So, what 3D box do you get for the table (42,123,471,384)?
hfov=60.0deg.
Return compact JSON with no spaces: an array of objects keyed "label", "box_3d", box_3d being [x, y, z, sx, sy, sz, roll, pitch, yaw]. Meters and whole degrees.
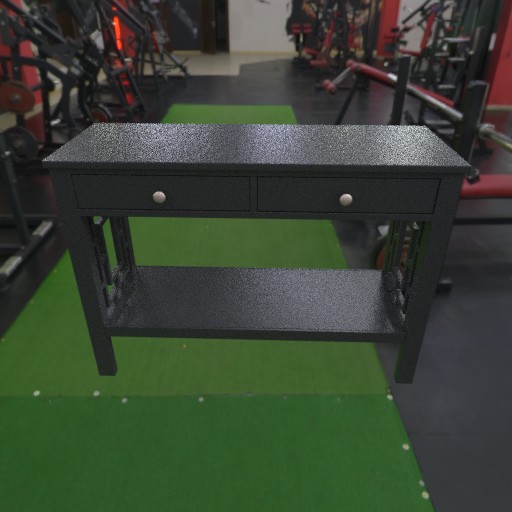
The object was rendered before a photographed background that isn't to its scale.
[{"label":"table","box_3d":[0.000,0.000,1.451,1.068,0.753,0.397,1,31,2]}]
